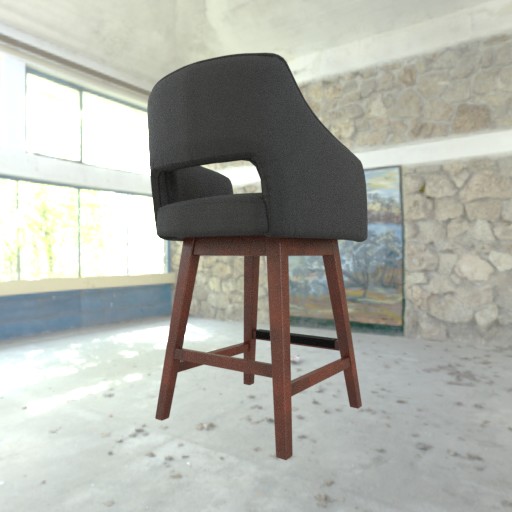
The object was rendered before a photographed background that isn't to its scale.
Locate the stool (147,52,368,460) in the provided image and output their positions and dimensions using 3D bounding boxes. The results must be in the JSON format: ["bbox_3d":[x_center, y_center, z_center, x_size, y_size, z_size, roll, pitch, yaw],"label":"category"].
[{"bbox_3d":[0.000,0.000,1.262,0.548,0.912,0.558,0,0,36],"label":"stool"}]
